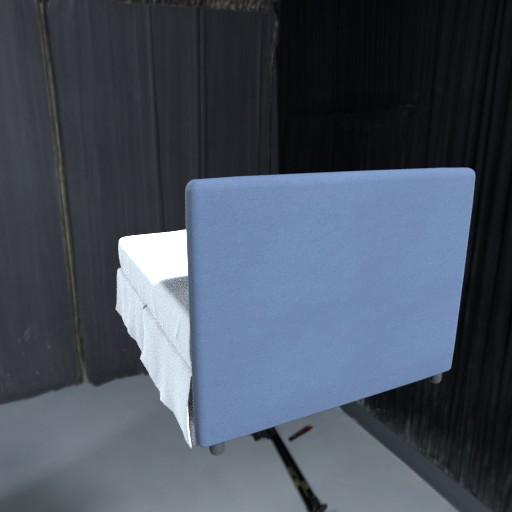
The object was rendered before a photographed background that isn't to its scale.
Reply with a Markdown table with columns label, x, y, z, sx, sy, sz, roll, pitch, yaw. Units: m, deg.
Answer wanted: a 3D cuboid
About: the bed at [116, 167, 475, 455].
| label | x | y | z | sx | sy | sz | roll | pitch | yaw |
| --- | --- | --- | --- | --- | --- | --- | --- | --- | --- |
| bed | 0.000 | 0.000 | 3.170 | 1.713 | 1.330 | 2.162 | -7 | 17 | -25 |
